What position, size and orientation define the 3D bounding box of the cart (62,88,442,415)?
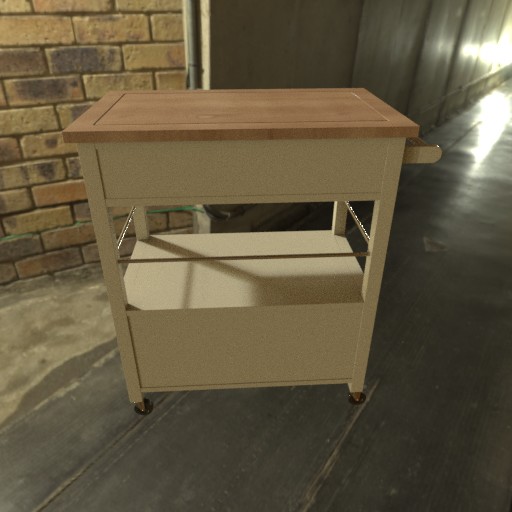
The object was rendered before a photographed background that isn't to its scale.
[{"bbox_3d":[0.000,0.000,1.371,0.840,0.901,0.459,-2,31,-3],"label":"cart"}]
